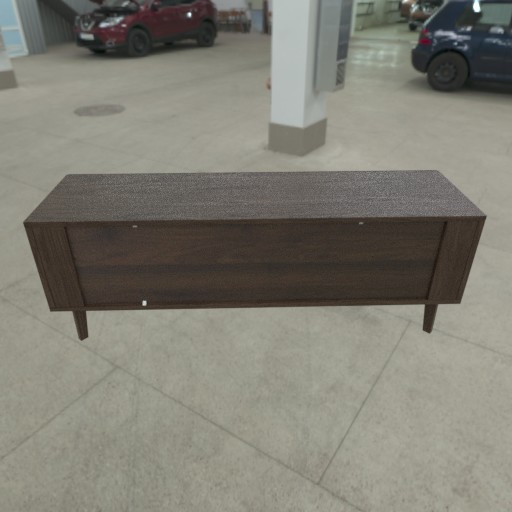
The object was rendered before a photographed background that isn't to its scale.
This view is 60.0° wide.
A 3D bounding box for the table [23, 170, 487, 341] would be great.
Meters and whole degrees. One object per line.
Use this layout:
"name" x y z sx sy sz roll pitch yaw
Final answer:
"table" 0.000 0.000 1.637 1.397 0.508 0.405 -1 31 -1
